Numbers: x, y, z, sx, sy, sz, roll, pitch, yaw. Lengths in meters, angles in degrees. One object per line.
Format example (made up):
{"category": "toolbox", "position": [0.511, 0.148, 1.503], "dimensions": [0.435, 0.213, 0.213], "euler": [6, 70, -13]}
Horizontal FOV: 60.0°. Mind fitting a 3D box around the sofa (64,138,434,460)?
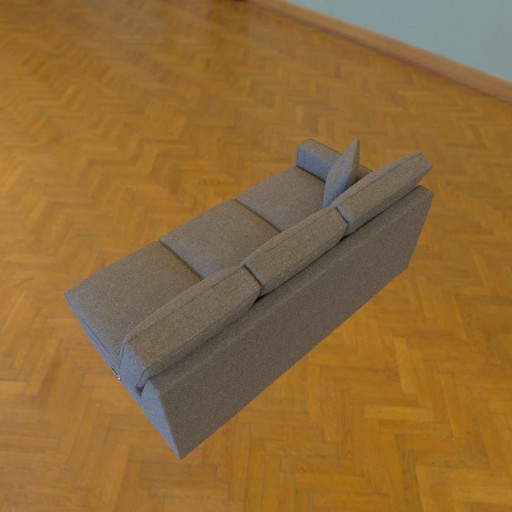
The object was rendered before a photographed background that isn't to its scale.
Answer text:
{"category": "sofa", "position": [0.000, 0.000, 2.602], "dimensions": [1.963, 0.946, 1.034], "euler": [-33, 55, -28]}
